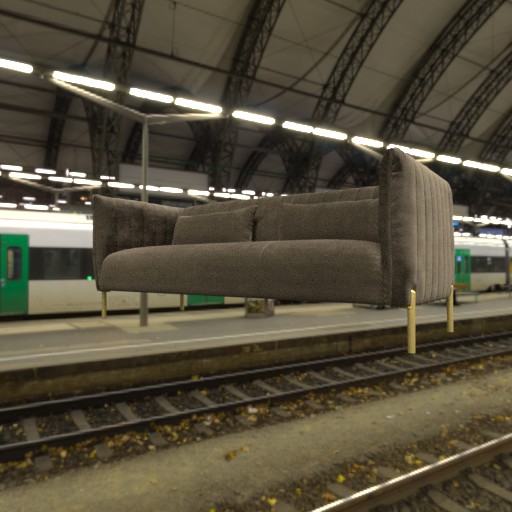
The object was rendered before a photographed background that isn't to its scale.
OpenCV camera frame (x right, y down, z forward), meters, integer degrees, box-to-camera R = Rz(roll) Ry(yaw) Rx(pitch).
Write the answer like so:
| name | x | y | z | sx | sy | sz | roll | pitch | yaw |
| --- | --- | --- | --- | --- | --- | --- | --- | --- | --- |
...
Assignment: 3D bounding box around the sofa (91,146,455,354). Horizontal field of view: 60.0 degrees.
| name | x | y | z | sx | sy | sz | roll | pitch | yaw |
| --- | --- | --- | --- | --- | --- | --- | --- | --- | --- |
| sofa | 0.000 | 0.000 | 2.515 | 1.980 | 0.780 | 0.876 | -1 | -2 | 36 |
